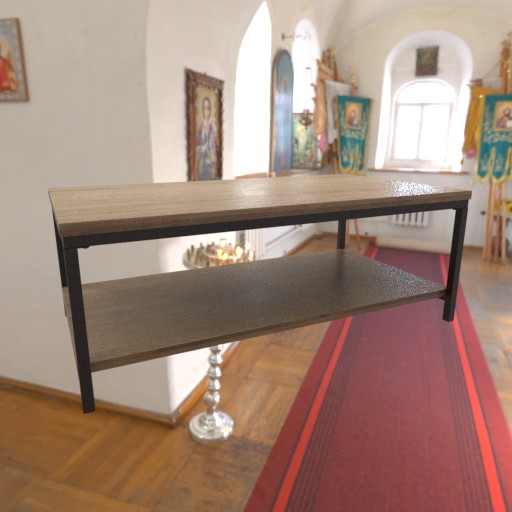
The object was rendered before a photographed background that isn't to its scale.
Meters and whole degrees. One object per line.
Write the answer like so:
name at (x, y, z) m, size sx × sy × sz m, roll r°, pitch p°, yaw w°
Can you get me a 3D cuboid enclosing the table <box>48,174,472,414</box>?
table at (0.000, 0.000, 1.312) m, size 1.062 × 0.393 × 0.574 m, roll -7°, pitch 17°, yaw -25°
